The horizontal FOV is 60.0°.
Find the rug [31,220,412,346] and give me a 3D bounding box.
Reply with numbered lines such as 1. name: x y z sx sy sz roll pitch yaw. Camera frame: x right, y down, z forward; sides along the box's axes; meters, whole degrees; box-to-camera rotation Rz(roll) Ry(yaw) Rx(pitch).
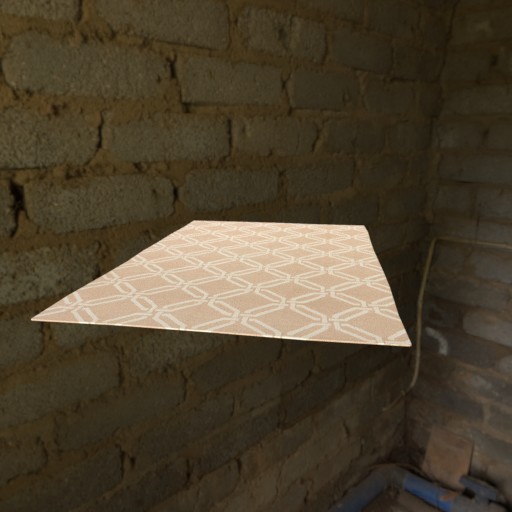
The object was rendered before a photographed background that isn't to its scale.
1. rug: 0.000 0.000 2.111 1.146 0.010 1.745 2 15 9
